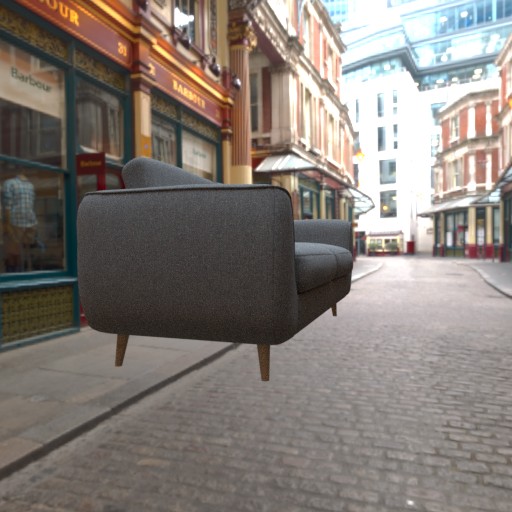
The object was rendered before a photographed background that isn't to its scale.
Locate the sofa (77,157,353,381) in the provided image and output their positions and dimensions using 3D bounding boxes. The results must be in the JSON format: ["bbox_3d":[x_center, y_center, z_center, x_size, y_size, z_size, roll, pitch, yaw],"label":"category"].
[{"bbox_3d":[0.000,0.000,2.466,0.920,0.870,2.000,0,1,19],"label":"sofa"}]
